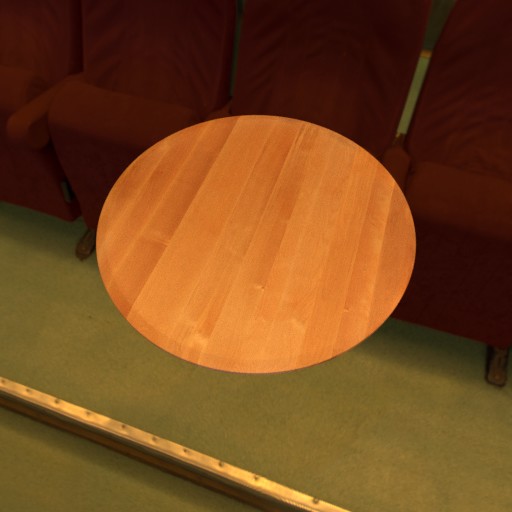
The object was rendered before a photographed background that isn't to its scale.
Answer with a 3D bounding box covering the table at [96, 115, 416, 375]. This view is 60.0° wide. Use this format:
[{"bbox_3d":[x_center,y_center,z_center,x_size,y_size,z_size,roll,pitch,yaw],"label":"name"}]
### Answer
[{"bbox_3d":[0.000,0.000,1.433,0.900,0.400,0.900,0,57,0],"label":"table"}]
